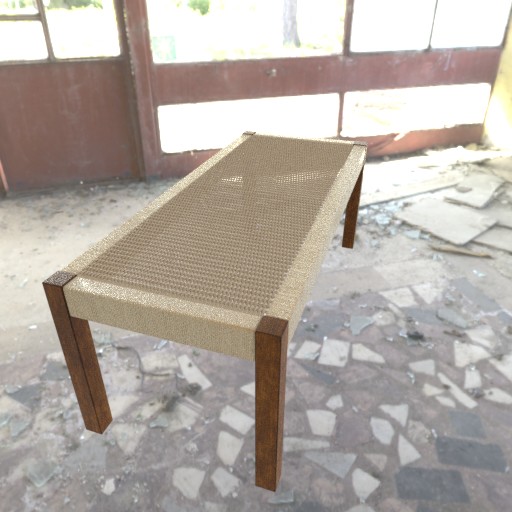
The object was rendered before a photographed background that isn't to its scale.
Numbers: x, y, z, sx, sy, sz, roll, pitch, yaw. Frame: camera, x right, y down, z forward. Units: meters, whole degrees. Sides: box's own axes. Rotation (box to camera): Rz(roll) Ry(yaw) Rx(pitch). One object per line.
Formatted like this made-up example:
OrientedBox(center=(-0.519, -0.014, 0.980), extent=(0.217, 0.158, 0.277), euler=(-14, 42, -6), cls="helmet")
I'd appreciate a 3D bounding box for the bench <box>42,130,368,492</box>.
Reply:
OrientedBox(center=(0.000, 0.000, 1.431), extent=(0.507, 0.457, 1.198), euler=(10, 32, 16), cls="bench")
